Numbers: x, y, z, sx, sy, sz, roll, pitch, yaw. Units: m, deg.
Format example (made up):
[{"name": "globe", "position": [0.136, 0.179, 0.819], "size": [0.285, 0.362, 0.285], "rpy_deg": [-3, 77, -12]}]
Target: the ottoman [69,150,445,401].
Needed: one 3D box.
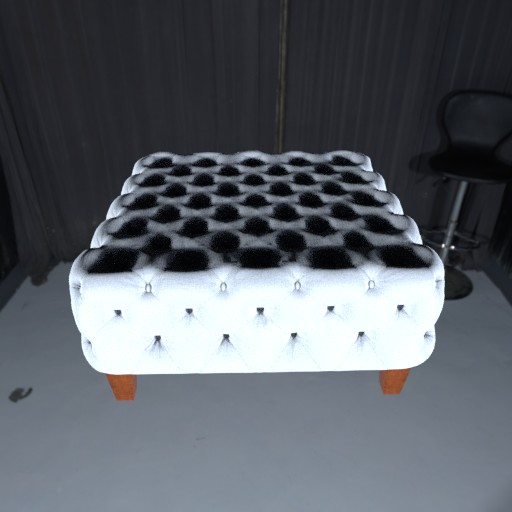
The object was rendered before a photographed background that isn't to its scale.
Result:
[{"name": "ottoman", "position": [0.000, 0.000, 1.211], "size": [0.758, 0.365, 0.764], "rpy_deg": [-1, 31, -1]}]
